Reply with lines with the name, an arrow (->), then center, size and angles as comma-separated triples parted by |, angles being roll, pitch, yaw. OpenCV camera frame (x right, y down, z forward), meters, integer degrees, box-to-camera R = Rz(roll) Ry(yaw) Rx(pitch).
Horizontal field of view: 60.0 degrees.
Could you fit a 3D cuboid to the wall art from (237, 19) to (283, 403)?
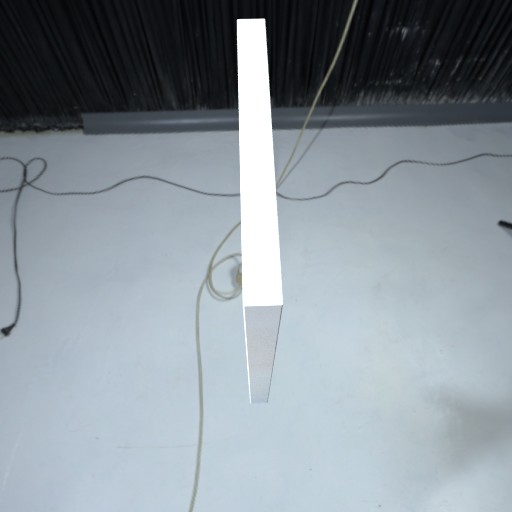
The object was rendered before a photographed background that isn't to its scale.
wall art -> 0.000, 0.000, 0.779 | 0.038, 0.611, 0.408 | -2, 63, -1
